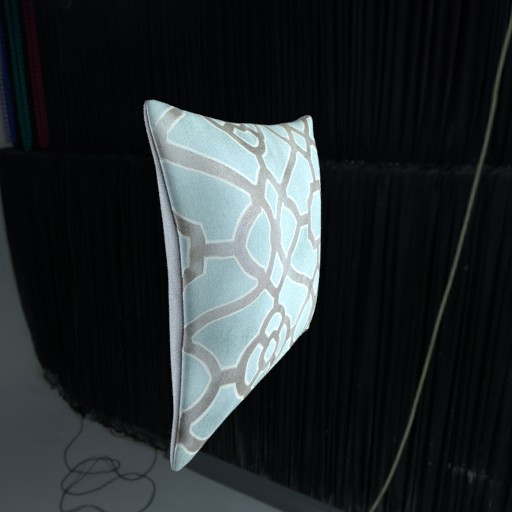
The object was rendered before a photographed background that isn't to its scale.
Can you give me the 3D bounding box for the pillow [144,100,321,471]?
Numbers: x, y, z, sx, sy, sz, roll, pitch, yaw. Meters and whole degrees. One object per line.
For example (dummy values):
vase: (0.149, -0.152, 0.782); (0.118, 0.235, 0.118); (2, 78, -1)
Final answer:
pillow: (0.000, 0.000, 0.809); (0.166, 0.508, 0.552); (7, 17, 25)
